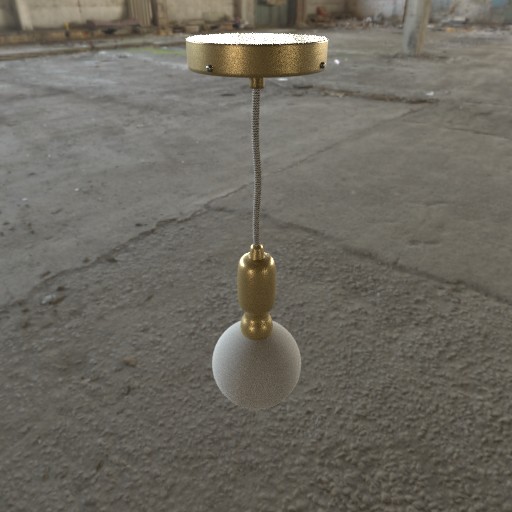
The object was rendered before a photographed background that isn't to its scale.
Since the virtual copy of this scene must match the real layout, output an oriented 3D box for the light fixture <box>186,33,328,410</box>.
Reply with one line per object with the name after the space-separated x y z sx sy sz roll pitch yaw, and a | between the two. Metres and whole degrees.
0.000 0.000 0.577 0.147 0.510 0.146 21 36 32 | light fixture
